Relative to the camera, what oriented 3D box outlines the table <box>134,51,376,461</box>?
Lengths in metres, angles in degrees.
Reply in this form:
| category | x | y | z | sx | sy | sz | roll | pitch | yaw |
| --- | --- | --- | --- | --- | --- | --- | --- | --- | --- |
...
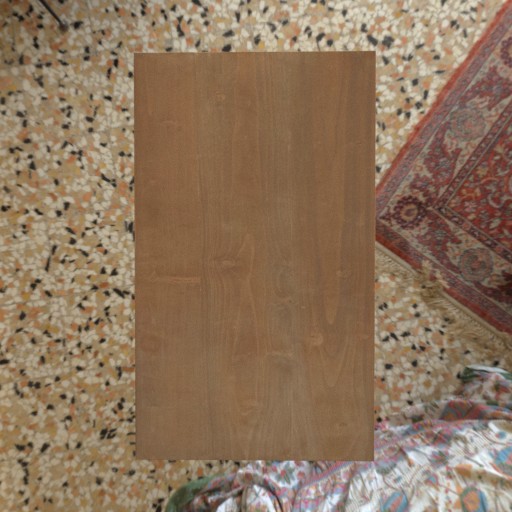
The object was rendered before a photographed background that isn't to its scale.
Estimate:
| category | x | y | z | sx | sy | sz | roll | pitch | yaw |
| --- | --- | --- | --- | --- | --- | --- | --- | --- | --- |
| table | 0.000 | 0.000 | 2.133 | 0.946 | 0.780 | 1.609 | 0 | 91 | 1 |
